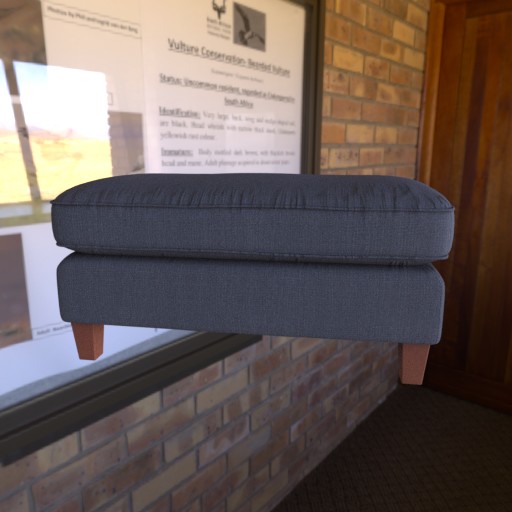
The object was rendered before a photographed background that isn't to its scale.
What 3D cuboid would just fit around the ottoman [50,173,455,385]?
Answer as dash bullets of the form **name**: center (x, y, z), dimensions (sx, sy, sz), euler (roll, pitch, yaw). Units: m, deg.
- **ottoman**: center (0.000, 0.000, 1.202), dimensions (0.885, 0.438, 0.570), euler (2, 14, 8)
